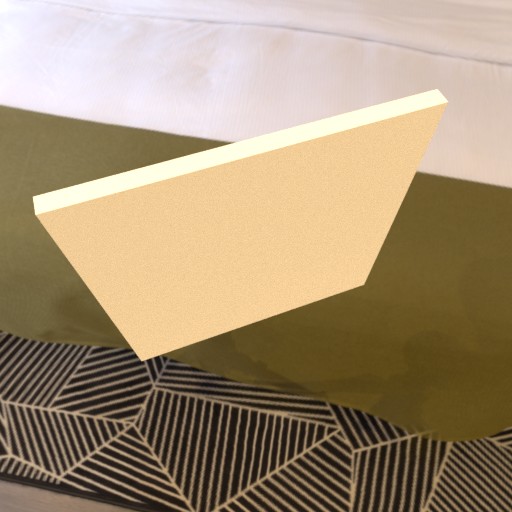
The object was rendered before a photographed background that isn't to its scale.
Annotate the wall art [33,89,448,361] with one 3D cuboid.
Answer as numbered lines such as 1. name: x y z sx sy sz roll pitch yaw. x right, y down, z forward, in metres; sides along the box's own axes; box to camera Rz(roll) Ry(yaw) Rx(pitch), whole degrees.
1. wall art: 0.000 0.000 0.814 0.559 0.559 0.028 -18 61 -10
